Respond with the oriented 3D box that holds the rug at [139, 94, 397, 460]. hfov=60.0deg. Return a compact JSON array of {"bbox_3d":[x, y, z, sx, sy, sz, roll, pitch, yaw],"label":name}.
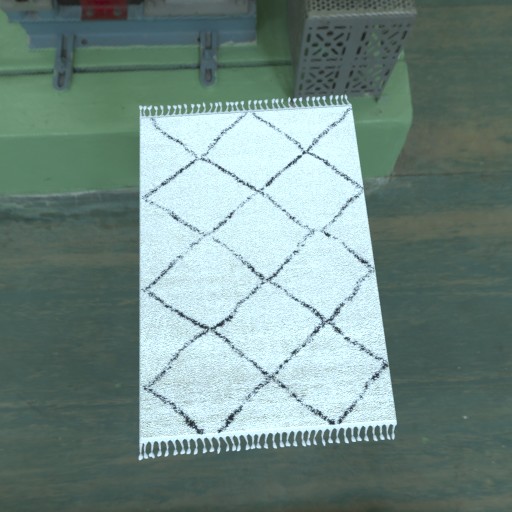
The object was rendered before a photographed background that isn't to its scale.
[{"bbox_3d":[0.000,0.000,2.830,1.494,0.031,2.307,-4,75,-1],"label":"rug"}]
